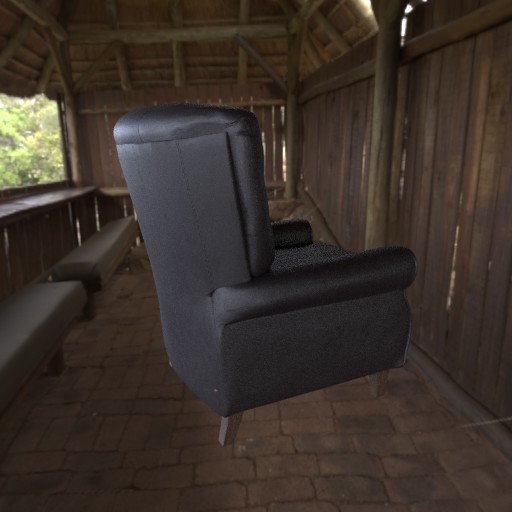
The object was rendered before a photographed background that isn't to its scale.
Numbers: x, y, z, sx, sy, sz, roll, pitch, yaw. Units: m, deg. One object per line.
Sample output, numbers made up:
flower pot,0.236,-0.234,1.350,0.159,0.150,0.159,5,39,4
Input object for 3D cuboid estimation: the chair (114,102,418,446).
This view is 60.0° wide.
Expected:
chair,0.000,0.000,1.846,1.058,1.158,0.948,-7,16,-26
